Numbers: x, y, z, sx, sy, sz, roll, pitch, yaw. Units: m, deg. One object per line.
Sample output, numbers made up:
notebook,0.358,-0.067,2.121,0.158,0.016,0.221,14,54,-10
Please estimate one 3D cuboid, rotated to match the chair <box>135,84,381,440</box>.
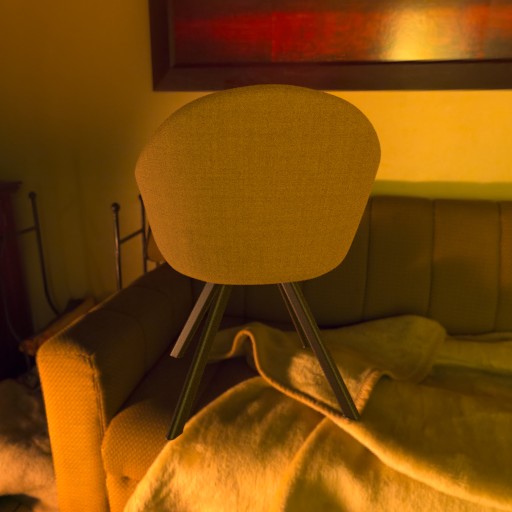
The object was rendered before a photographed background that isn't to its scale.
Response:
chair,0.000,0.000,1.165,0.590,0.795,0.550,-2,15,-9
